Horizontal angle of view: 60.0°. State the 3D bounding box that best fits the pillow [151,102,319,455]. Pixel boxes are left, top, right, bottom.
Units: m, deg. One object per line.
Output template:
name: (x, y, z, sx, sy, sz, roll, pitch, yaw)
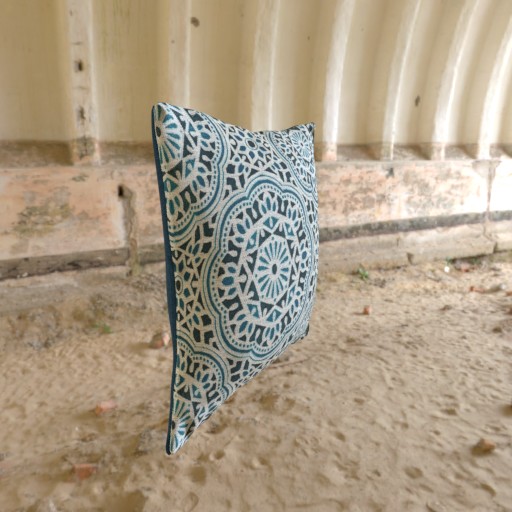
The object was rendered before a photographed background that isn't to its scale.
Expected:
pillow: (0.000, 0.000, 0.684, 0.145, 0.420, 0.440, 7, 15, 28)
